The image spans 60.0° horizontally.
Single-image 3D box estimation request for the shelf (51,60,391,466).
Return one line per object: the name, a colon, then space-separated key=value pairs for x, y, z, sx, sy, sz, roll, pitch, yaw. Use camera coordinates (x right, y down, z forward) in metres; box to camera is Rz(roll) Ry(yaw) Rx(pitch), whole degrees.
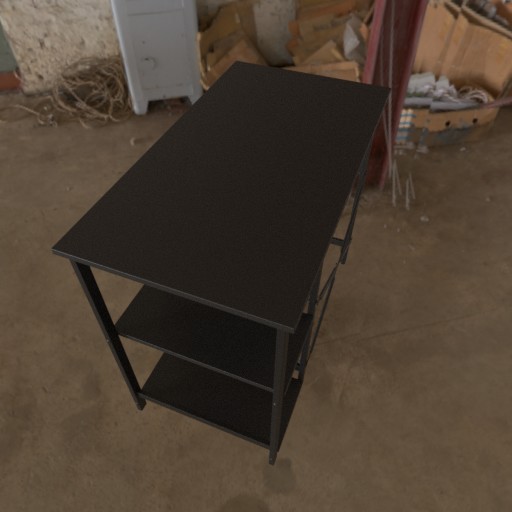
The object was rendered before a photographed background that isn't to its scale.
shelf: x=0.000 y=0.000 z=1.356 sx=0.498 sy=0.749 sz=0.902 roll=16 pitch=49 yaw=15
